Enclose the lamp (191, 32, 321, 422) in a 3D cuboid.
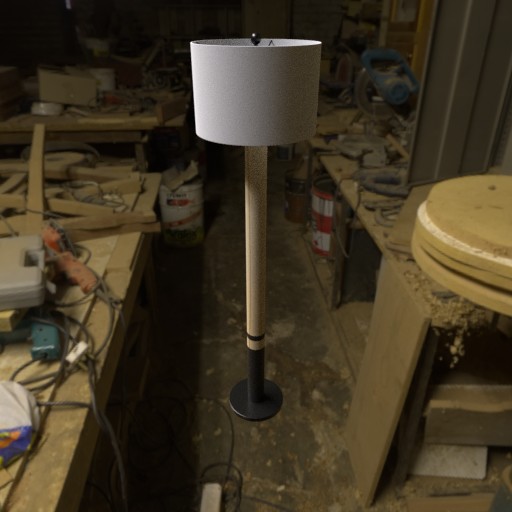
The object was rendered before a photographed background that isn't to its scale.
[{"bbox_3d":[0.000,0.000,1.642,0.381,1.478,0.381,-2,29,-3],"label":"lamp"}]
